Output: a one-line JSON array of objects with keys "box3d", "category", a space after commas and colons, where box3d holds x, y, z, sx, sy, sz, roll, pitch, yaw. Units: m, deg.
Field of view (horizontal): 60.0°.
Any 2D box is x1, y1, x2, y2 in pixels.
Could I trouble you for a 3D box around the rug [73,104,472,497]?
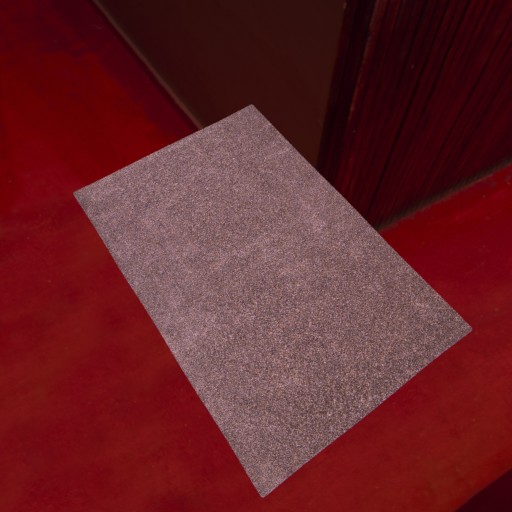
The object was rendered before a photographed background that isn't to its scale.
[{"box3d": [0.000, 0.000, 3.379, 1.802, 0.026, 2.699, -31, 66, -16], "category": "rug"}]
